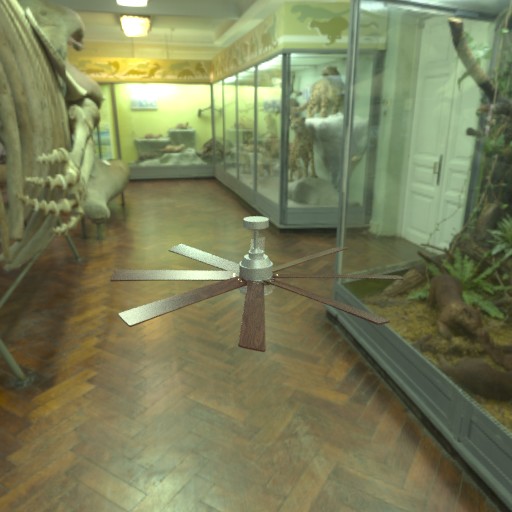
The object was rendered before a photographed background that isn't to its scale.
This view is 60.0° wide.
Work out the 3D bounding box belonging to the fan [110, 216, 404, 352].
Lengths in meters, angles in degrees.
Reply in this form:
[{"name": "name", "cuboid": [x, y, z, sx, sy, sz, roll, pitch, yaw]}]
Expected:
[{"name": "fan", "cuboid": [0.000, 0.000, 2.769, 1.830, 0.472, 1.830, -16, 24, -41]}]
